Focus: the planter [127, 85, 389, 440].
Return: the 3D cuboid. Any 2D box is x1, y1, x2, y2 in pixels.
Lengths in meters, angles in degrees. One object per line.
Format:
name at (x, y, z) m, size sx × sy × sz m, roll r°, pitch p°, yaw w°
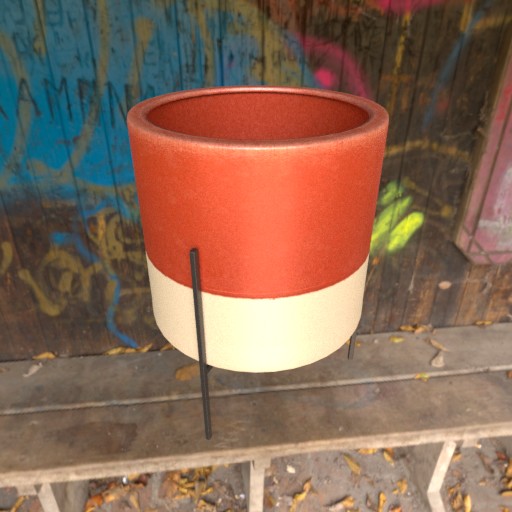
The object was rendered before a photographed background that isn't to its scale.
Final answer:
planter at (0.000, 0.000, 0.714) m, size 0.345 × 0.465 × 0.354 m, roll -19°, pitch 36°, yaw -29°
